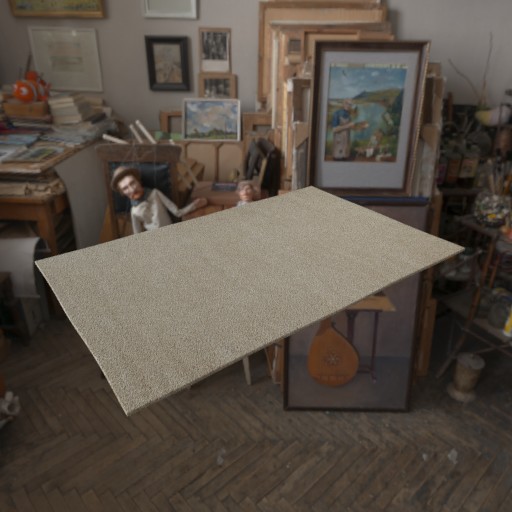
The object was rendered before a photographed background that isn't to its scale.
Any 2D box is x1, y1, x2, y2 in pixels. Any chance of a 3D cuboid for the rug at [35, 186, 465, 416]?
[{"bbox_3d":[0.000,0.000,2.867,2.346,0.025,1.500,-19,34,-31],"label":"rug"}]
